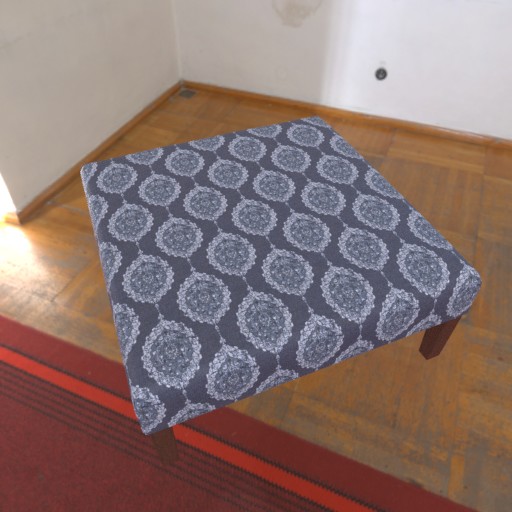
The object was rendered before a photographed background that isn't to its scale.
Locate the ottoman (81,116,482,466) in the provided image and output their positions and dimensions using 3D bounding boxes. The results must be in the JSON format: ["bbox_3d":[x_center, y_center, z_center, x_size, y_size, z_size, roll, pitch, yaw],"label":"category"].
[{"bbox_3d":[0.000,0.000,1.388,0.889,0.409,0.890,-16,48,-15],"label":"ottoman"}]
